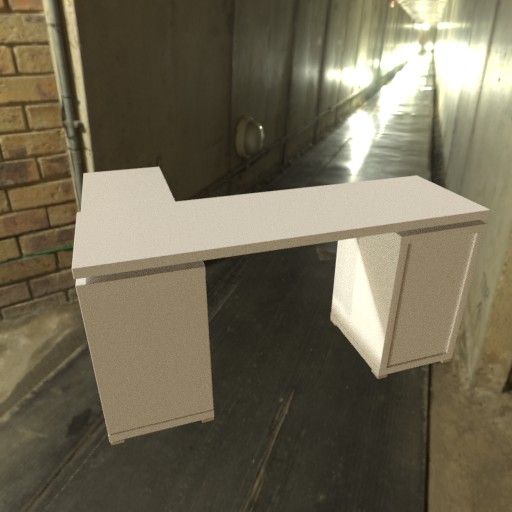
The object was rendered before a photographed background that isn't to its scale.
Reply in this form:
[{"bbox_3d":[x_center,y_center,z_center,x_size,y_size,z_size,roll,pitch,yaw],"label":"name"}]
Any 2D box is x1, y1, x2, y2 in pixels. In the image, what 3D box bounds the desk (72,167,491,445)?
[{"bbox_3d":[0.000,0.000,2.187,1.524,0.753,1.200,-9,29,-16],"label":"desk"}]
